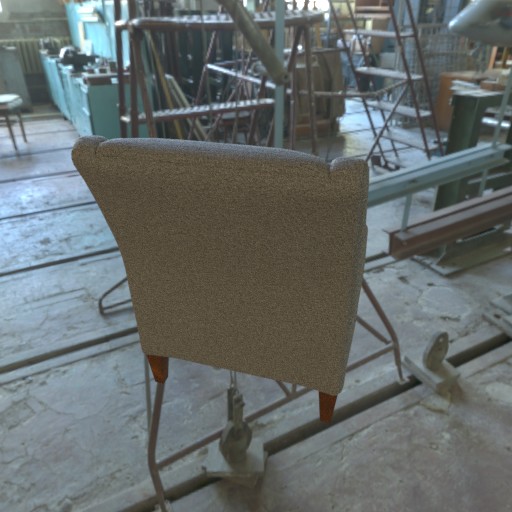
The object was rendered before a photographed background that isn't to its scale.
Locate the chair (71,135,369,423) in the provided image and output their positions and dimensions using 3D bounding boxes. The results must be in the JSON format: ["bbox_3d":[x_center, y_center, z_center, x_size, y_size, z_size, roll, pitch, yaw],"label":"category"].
[{"bbox_3d":[0.000,0.000,1.630,0.774,1.016,0.870,8,30,15],"label":"chair"}]
